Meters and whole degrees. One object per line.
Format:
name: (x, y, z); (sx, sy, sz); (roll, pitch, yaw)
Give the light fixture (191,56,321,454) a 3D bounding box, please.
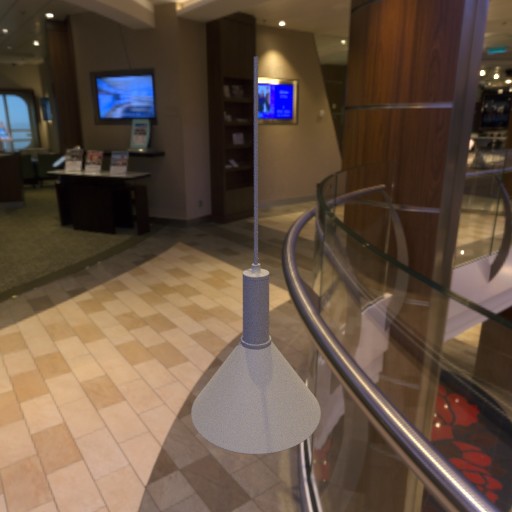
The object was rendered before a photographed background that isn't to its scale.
light fixture: (0.000, 0.000, 0.826); (0.267, 0.683, 0.267); (2, 17, 7)
